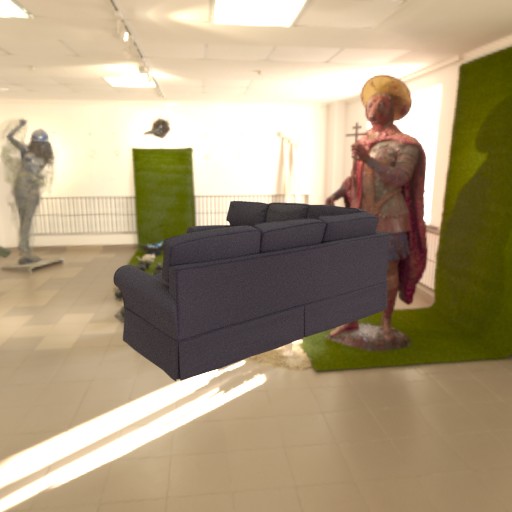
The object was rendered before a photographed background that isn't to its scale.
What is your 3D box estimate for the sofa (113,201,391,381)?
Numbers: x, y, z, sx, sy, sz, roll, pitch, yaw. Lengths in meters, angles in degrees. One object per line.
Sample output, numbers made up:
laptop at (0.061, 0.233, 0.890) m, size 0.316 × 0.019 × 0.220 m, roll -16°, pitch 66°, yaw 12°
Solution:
sofa at (0.000, 0.000, 5.218) m, size 2.874 × 1.169 × 3.773 m, roll -2°, pitch 12°, yaw -7°
